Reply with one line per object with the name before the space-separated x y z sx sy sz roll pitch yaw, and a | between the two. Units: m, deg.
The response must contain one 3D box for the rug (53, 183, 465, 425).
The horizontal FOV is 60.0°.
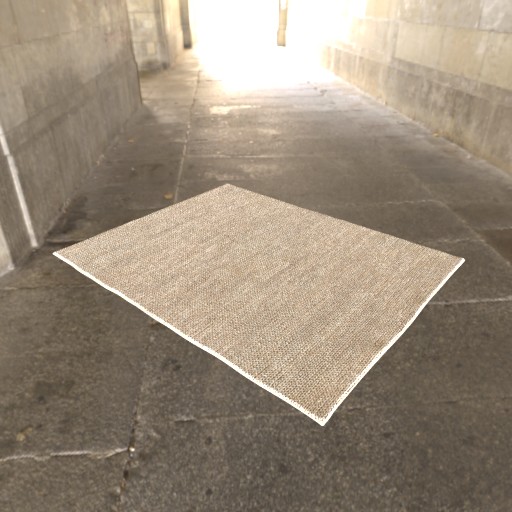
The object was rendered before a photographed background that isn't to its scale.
rug | 0.000 0.000 4.170 3.052 0.030 2.429 23 37 34
